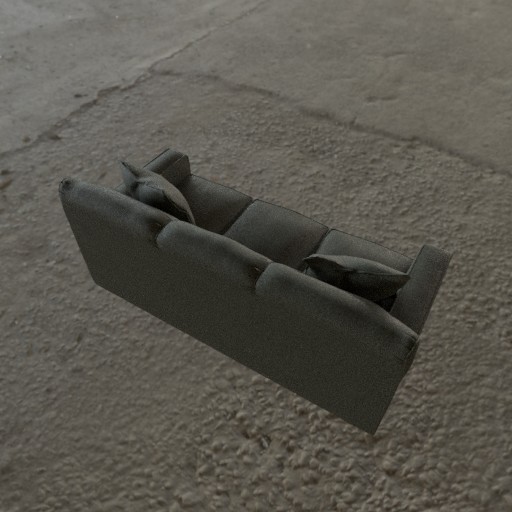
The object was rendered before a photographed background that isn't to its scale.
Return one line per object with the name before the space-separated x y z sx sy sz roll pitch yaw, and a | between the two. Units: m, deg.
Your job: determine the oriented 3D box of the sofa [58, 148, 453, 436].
sofa | 0.000 0.000 2.660 2.024 0.958 0.997 24 51 21
